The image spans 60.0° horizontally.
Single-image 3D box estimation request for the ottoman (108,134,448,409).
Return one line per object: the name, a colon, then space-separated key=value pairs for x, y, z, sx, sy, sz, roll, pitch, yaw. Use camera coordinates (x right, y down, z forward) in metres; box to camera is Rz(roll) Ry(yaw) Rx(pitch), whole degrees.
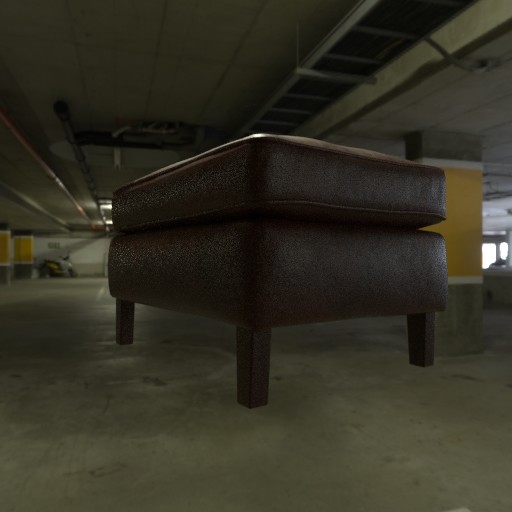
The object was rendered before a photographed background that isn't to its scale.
ottoman: x=0.000 y=0.000 z=0.989 sx=0.501 sy=0.432 sz=0.665 roll=0 pitch=0 yaw=-35
